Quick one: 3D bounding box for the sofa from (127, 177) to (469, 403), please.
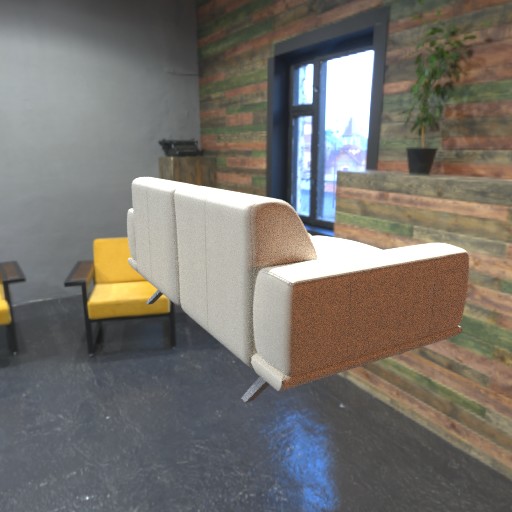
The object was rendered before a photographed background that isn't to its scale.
[{"bbox_3d":[0.000,0.000,2.336,0.900,0.772,1.901,-8,15,-29],"label":"sofa"}]
